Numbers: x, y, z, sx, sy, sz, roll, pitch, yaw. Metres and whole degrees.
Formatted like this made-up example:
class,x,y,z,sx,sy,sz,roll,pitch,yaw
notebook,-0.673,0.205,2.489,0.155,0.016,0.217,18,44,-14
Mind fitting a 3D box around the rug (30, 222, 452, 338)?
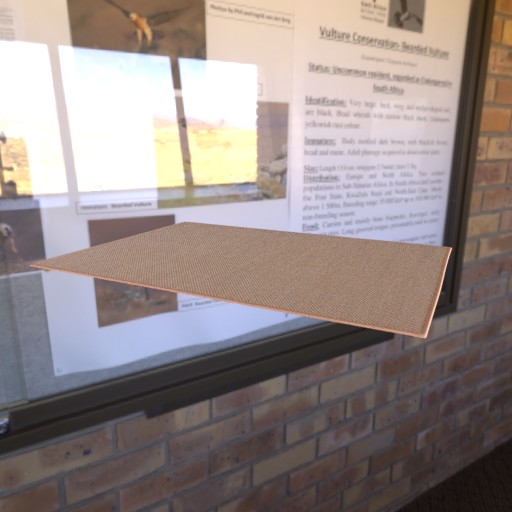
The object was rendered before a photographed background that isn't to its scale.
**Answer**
class,x,y,z,sx,sy,sz,roll,pitch,yaw
rug,0.000,0.000,2.717,2.134,0.013,1.524,7,16,26
